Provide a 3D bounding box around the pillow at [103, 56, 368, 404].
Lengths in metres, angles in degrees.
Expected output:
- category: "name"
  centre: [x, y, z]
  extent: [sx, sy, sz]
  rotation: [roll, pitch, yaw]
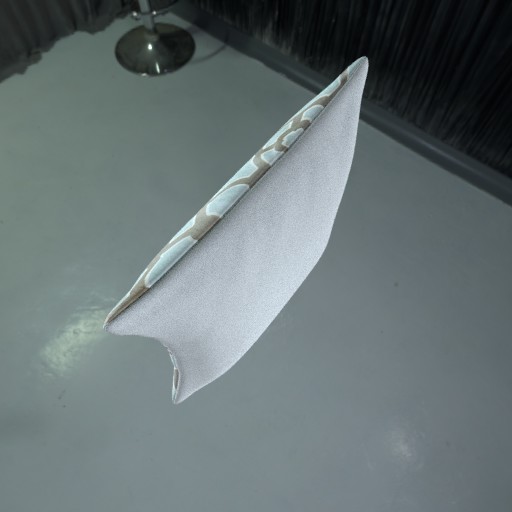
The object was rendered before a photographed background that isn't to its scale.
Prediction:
- category: "pillow"
  centre: [0.000, 0.000, 0.804]
  extent: [0.166, 0.508, 0.552]
  rotation: [34, 67, 17]
